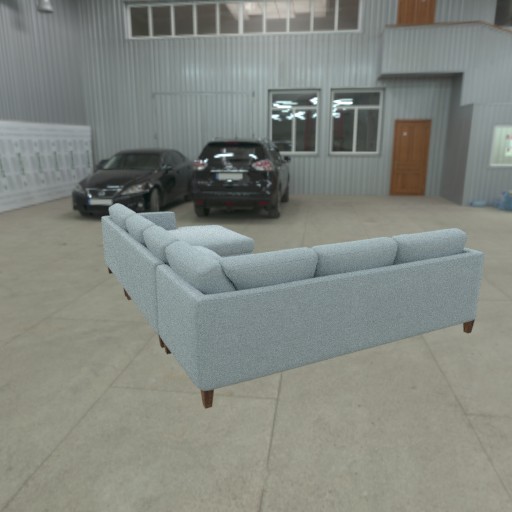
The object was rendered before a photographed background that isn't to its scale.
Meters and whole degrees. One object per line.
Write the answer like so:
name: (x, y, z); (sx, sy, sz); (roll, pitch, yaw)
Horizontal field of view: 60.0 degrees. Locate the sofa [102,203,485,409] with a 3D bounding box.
sofa: (0.000, 0.000, 4.579); (2.551, 0.889, 3.403); (-7, 16, -27)
